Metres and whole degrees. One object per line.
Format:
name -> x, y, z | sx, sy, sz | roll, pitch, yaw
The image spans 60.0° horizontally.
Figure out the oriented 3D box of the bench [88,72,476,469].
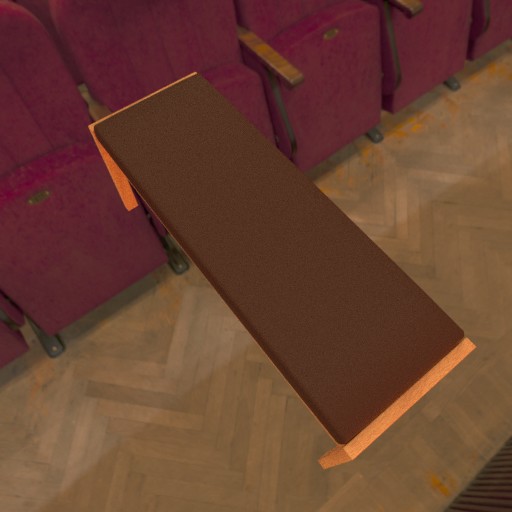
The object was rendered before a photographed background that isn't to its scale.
bench -> 0.000, 0.000, 1.402 | 0.405, 0.480, 1.200 | -34, 67, -17
